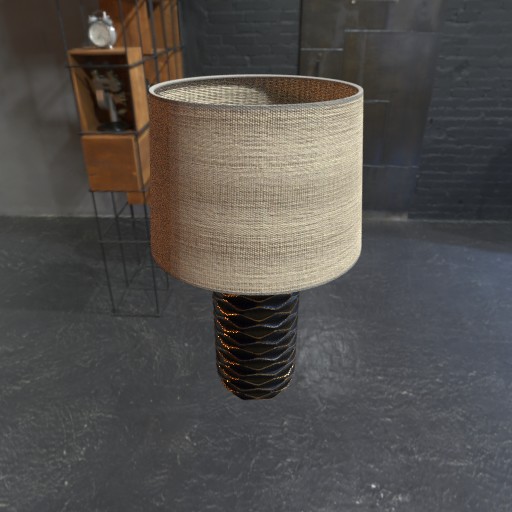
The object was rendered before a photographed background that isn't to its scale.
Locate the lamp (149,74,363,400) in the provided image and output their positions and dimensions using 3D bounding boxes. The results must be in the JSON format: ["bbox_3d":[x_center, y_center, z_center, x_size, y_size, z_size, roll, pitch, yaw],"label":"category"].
[{"bbox_3d":[0.000,0.000,0.826,0.376,0.594,0.376,0,28,0],"label":"lamp"}]
